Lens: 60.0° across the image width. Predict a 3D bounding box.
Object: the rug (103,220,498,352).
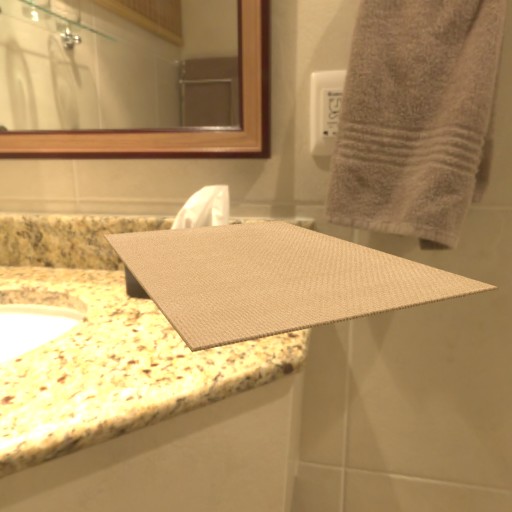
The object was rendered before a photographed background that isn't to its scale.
[{"bbox_3d":[0.000,0.000,2.716,1.509,0.013,2.144,-7,15,-25],"label":"rug"}]
